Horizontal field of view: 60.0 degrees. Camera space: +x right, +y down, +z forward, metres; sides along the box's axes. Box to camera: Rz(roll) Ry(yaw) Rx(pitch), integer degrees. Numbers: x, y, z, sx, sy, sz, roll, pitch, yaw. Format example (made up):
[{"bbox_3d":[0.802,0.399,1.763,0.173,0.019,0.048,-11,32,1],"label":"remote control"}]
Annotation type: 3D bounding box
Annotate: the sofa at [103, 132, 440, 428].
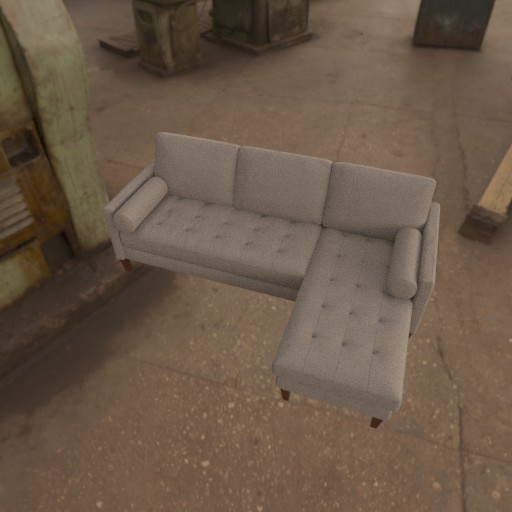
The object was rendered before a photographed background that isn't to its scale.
[{"bbox_3d":[0.000,0.000,2.902,2.178,0.875,1.506,13,44,14],"label":"sofa"}]
